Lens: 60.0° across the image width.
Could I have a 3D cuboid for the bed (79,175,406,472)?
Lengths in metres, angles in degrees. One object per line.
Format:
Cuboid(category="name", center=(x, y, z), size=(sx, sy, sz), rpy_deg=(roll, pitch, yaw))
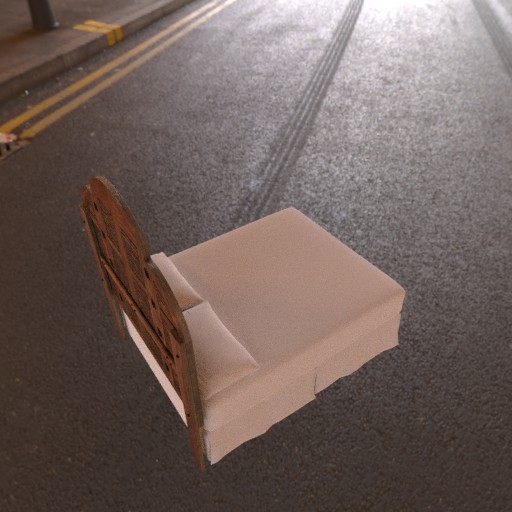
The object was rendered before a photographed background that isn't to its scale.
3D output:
Cuboid(category="bed", center=(0.000, 0.000, 3.580), size=(2.138, 2.019, 1.713), rpy_deg=(-25, 46, -26))
